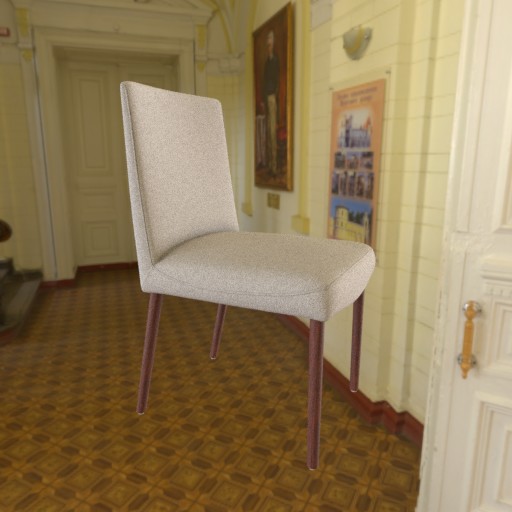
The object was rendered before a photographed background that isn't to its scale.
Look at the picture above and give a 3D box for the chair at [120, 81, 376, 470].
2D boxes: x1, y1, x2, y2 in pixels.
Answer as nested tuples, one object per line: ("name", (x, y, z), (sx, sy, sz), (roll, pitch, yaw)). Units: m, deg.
("chair", (0.000, 0.000, 1.173), (0.570, 0.859, 0.456), (6, 14, 26))
